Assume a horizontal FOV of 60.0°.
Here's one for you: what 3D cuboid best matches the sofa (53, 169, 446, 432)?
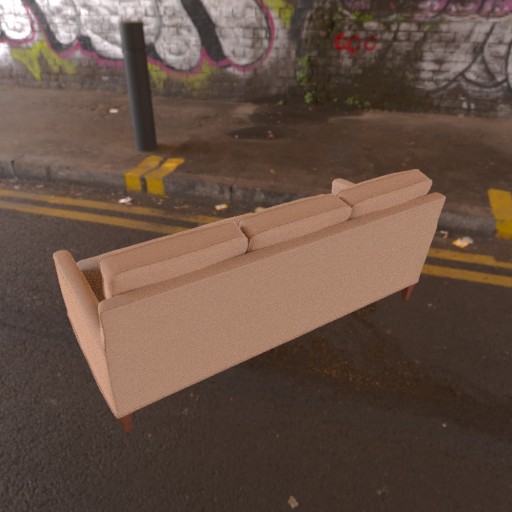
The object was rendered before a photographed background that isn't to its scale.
[{"bbox_3d":[0.000,0.000,2.833,2.246,1.003,1.084,-18,36,-27],"label":"sofa"}]
